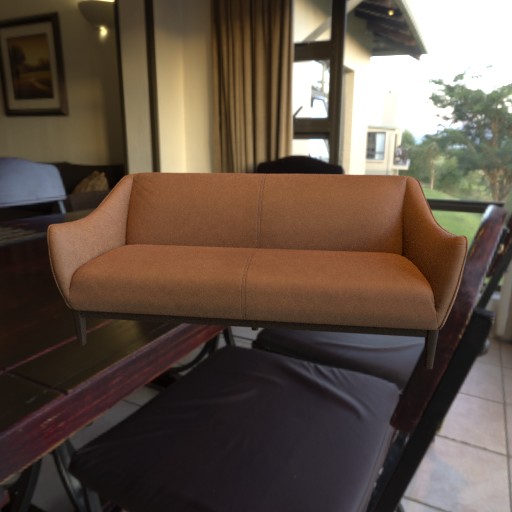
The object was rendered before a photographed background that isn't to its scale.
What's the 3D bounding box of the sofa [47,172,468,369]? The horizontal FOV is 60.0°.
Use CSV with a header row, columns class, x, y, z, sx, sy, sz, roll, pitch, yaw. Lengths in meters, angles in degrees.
class,x,y,z,sx,sy,sz,roll,pitch,yaw
sofa,0.000,0.000,2.415,1.928,0.830,0.869,2,15,8
